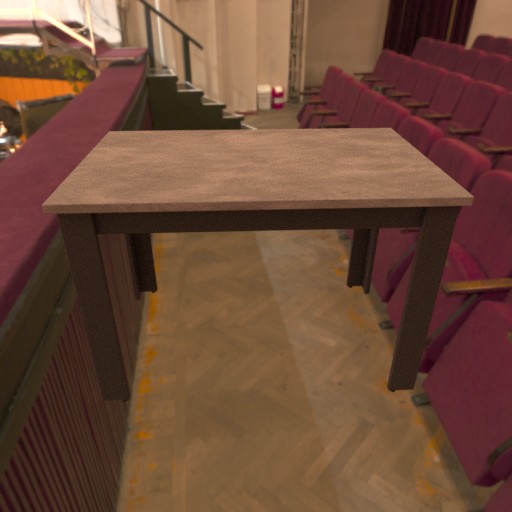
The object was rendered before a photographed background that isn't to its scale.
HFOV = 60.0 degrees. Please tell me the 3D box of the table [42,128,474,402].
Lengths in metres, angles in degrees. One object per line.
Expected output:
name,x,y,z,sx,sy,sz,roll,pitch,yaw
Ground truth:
table,0.000,0.000,1.611,1.100,0.734,0.700,-1,30,-2
